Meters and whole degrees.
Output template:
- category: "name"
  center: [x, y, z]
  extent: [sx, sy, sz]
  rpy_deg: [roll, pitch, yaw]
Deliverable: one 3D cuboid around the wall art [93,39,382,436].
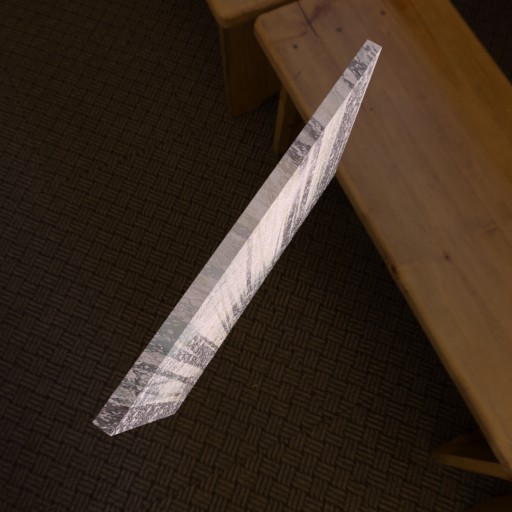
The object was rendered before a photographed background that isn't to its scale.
- category: "wall art"
  center: [0.000, 0.000, 1.121]
  extent: [0.038, 0.598, 0.919]
  rpy_deg: [32, 76, 9]
